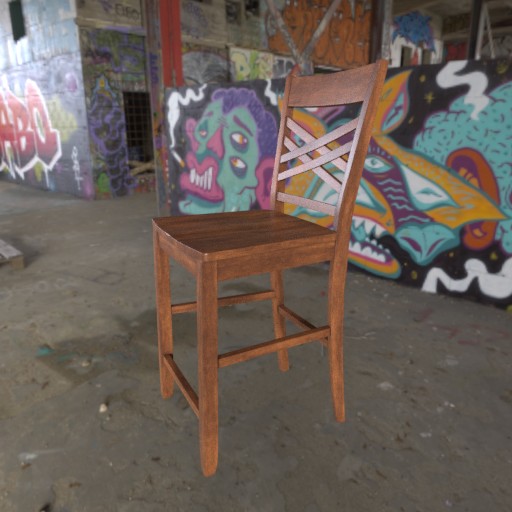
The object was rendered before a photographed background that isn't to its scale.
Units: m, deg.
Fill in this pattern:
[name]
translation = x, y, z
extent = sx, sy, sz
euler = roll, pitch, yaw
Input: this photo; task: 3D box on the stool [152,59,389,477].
[stool]
translation = 0.000, 0.000, 1.343
extent = 0.539, 1.079, 0.462
euler = -8, 18, -26
